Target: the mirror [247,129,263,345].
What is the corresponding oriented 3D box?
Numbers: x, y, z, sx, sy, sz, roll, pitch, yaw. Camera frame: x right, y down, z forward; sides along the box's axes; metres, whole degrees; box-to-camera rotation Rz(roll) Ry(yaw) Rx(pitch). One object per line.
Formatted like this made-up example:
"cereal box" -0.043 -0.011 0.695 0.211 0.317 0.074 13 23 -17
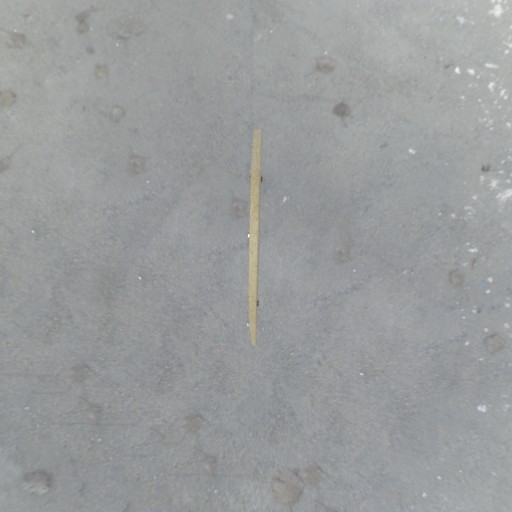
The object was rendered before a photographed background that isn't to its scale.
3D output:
"mirror" 0.000 0.000 1.343 0.025 1.175 0.464 2 75 0
